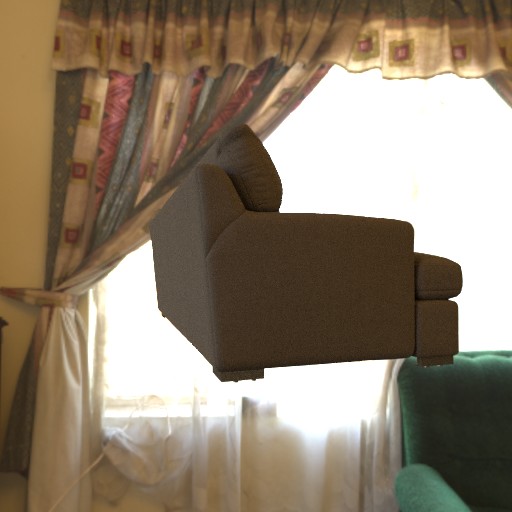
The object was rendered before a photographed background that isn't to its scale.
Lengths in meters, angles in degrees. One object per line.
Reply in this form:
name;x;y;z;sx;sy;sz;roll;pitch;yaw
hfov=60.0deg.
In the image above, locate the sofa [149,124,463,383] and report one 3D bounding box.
sofa;0.000;0.000;2.738;1.140;0.950;2.271;0;-1;-18
